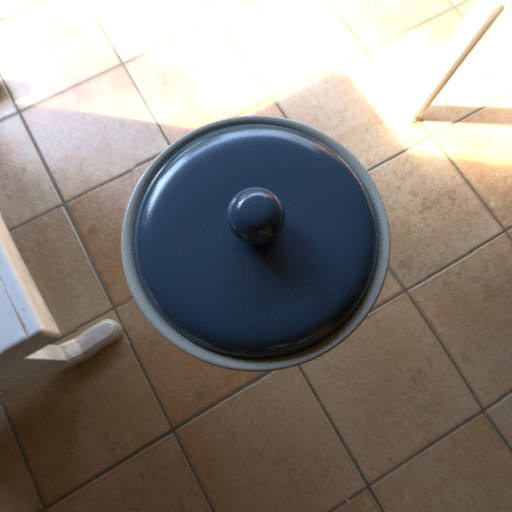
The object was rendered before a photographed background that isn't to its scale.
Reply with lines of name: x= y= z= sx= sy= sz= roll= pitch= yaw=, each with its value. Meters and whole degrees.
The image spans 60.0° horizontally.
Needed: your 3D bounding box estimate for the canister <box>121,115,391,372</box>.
canister: x=0.000 y=0.000 z=0.355 sx=0.182 sy=0.208 sz=0.182 roll=0 pitch=74 yaw=0
